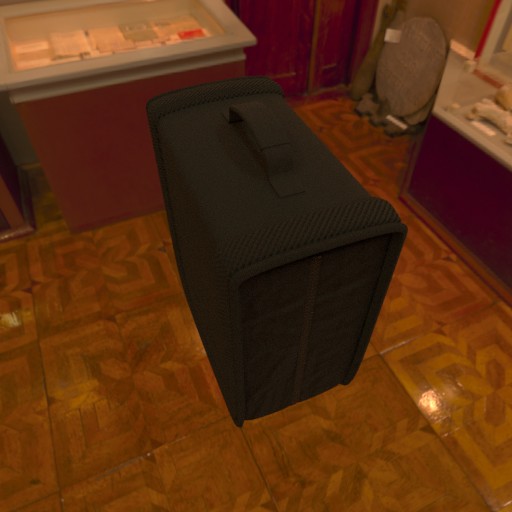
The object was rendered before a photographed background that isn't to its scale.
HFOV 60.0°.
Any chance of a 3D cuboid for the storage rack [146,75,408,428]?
[{"bbox_3d":[0.000,0.000,0.559,0.168,0.387,0.297,-17,49,-15],"label":"storage rack"}]
